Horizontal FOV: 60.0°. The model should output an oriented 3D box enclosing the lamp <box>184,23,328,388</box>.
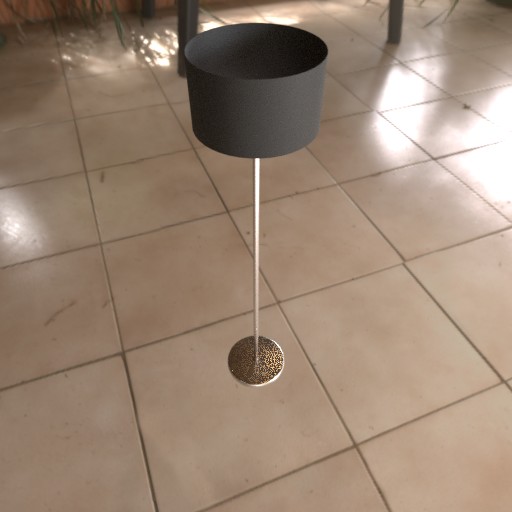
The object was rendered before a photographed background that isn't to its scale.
[{"bbox_3d":[0.000,0.000,1.588,0.348,1.443,0.348,-17,48,-16],"label":"lamp"}]
